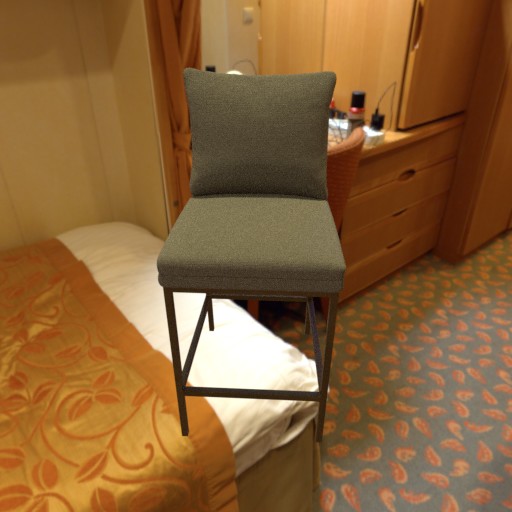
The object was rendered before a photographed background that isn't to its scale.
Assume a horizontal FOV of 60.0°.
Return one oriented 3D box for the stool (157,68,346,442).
[{"bbox_3d":[0.000,0.000,1.372,0.463,1.031,0.569,2,31,3],"label":"stool"}]
